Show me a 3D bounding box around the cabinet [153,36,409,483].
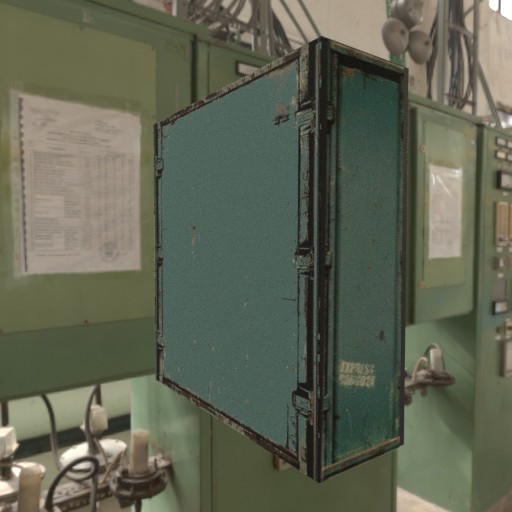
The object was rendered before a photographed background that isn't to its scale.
[{"bbox_3d":[0.000,0.000,3.145,0.680,2.160,2.000,-2,3,-36],"label":"cabinet"}]
